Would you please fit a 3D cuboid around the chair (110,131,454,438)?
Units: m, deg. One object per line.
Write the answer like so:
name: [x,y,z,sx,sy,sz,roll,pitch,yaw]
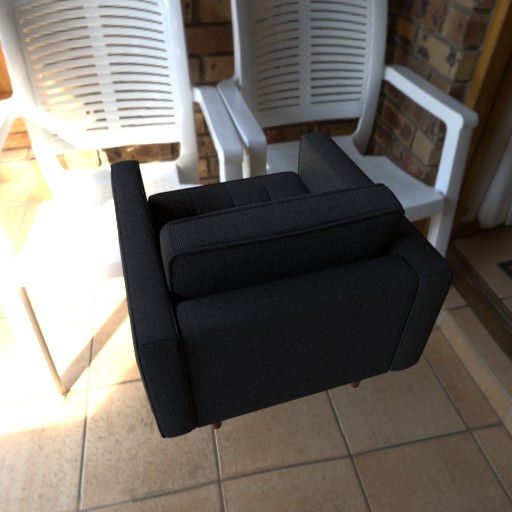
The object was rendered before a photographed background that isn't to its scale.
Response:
chair: [0.000,0.000,1.580,0.899,0.770,0.919,-12,43,-13]
